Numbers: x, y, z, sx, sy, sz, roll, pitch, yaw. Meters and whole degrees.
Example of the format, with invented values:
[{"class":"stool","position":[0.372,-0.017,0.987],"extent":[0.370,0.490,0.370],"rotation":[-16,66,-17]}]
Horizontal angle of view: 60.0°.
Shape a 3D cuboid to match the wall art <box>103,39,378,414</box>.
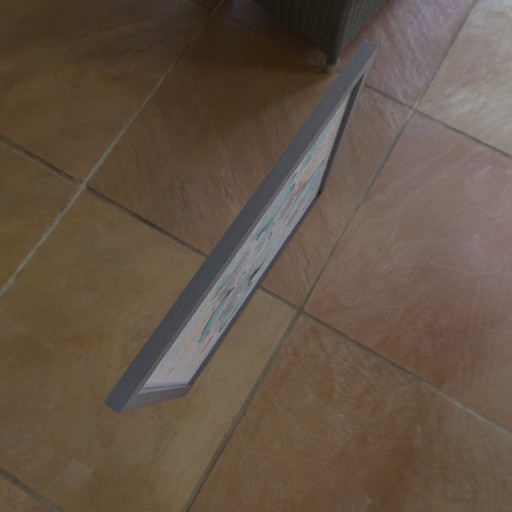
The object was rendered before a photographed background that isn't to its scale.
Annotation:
[{"class":"wall art","position":[0.000,0.000,0.899],"extent":[0.026,0.558,0.660],"rotation":[33,77,8]}]
